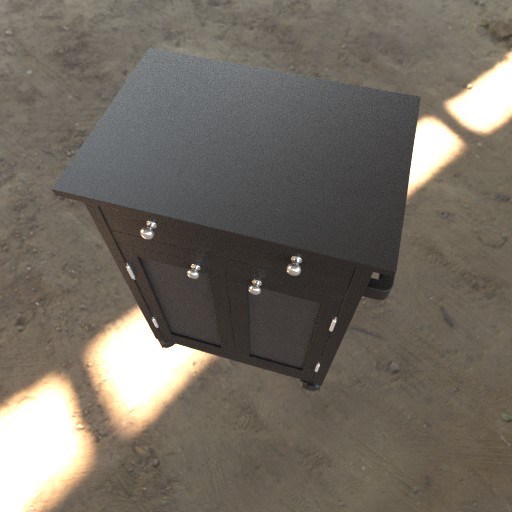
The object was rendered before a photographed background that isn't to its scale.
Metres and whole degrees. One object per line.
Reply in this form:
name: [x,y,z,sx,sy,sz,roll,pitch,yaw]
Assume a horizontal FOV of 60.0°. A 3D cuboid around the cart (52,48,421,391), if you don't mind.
cart: [0.000,0.000,1.264,0.660,0.879,0.456,14,59,8]
